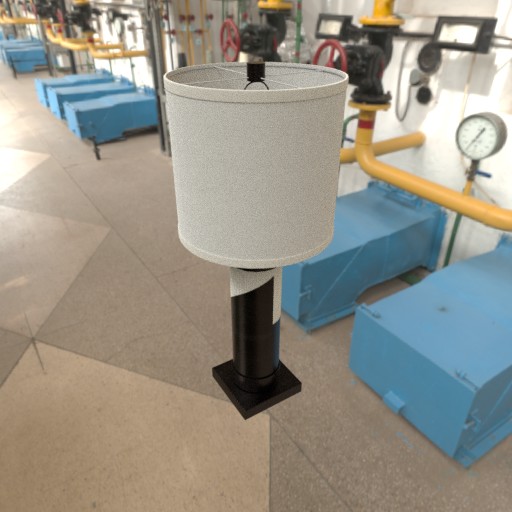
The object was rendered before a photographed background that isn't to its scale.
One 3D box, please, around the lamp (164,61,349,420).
[{"bbox_3d":[0.000,0.000,0.632,0.211,0.509,0.211,-18,35,-27],"label":"lamp"}]
